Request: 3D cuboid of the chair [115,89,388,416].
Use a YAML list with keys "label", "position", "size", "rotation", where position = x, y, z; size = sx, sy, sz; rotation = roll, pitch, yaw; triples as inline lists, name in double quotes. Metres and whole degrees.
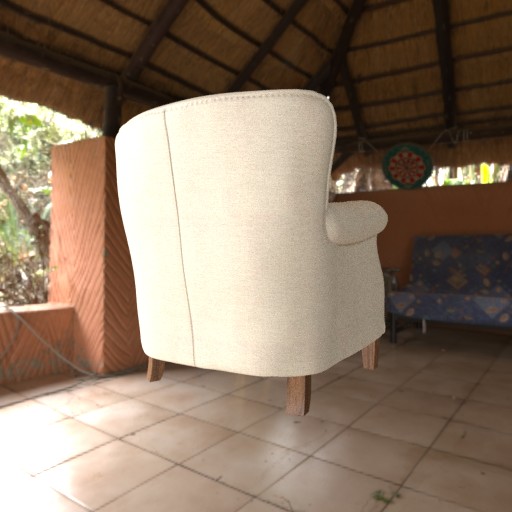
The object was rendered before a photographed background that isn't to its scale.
- label: "chair"
  position: [0.000, 0.000, 1.665]
  size: [0.861, 0.936, 0.921]
  rotation: [1, 2, 35]
